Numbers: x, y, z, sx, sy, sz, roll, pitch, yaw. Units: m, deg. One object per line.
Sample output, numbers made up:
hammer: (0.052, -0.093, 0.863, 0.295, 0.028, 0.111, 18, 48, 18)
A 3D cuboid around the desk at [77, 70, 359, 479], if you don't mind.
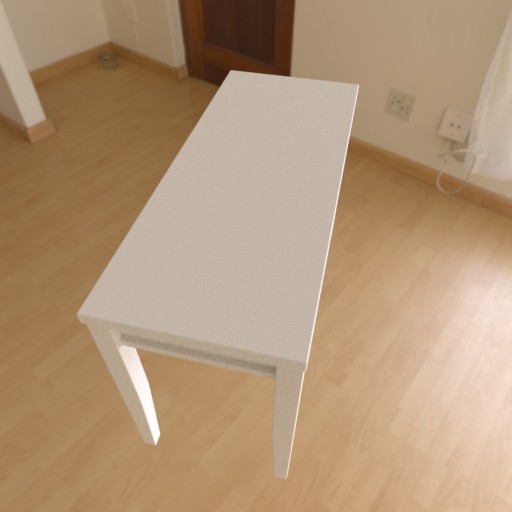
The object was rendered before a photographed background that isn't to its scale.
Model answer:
desk: (0.000, 0.000, 1.607, 0.508, 0.775, 1.220, 10, 48, 9)
